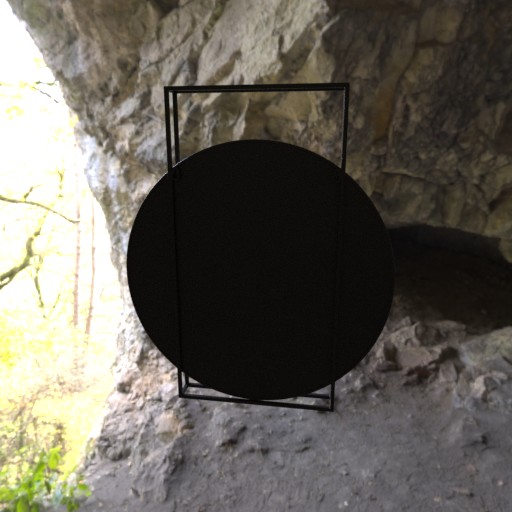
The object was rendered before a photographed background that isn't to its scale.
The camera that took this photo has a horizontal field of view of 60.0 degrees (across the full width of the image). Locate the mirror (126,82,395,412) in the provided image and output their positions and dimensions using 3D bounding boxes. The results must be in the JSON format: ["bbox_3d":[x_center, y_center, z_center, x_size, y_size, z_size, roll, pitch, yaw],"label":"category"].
[{"bbox_3d":[0.000,0.000,0.837,0.508,0.603,0.051,2,15,9],"label":"mirror"}]
